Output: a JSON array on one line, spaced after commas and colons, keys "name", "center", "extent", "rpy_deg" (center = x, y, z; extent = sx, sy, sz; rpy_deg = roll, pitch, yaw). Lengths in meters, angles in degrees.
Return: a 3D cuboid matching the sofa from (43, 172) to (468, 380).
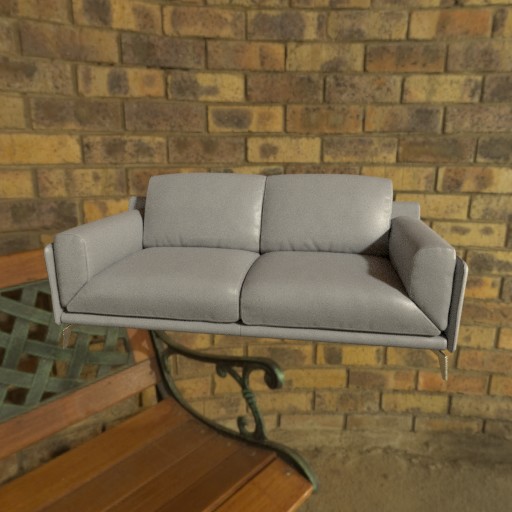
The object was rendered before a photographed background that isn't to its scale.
[{"name": "sofa", "center": [0.000, 0.000, 2.648], "extent": [2.101, 0.930, 1.049], "rpy_deg": [2, 14, 9]}]
